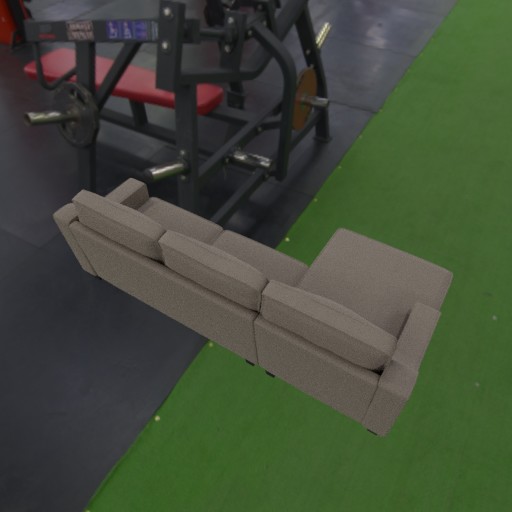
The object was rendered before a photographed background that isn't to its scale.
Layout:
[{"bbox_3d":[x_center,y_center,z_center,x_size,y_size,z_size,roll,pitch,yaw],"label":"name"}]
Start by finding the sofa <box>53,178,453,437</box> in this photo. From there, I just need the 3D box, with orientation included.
[{"bbox_3d":[0.000,0.000,3.206,2.561,0.928,1.294,25,52,21],"label":"sofa"}]
